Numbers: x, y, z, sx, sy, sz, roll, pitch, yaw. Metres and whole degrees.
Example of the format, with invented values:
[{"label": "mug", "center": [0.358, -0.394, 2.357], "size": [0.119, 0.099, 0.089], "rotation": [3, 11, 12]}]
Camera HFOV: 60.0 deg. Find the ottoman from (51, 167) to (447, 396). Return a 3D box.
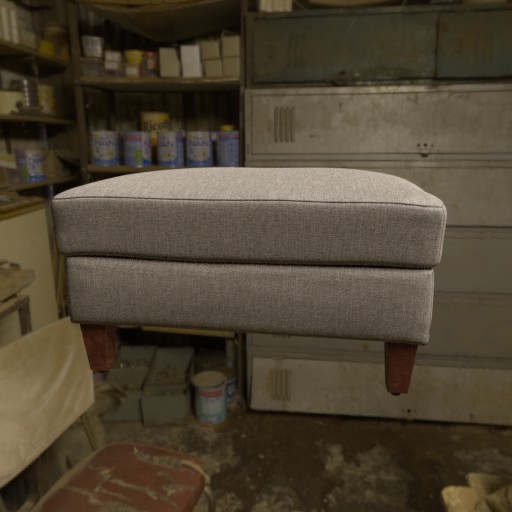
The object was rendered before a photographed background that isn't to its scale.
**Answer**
[{"label": "ottoman", "center": [0.000, 0.000, 1.265], "size": [0.873, 0.494, 0.639], "rotation": [2, 15, 8]}]
